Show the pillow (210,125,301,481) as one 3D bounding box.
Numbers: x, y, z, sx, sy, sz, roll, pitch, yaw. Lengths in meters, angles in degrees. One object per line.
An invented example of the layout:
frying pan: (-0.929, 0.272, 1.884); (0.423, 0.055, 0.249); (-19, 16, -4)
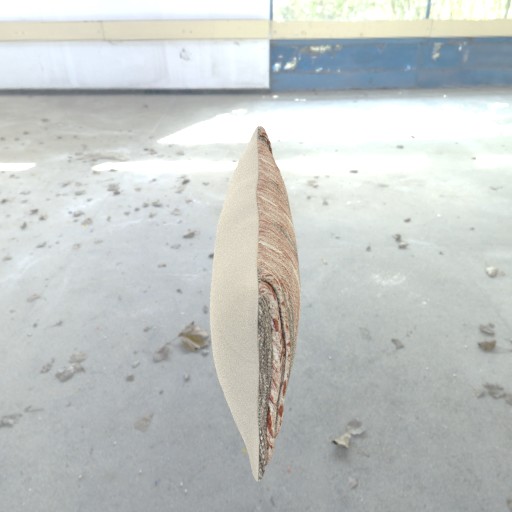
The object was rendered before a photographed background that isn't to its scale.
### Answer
pillow: (0.000, 0.000, 0.747); (0.139, 0.282, 0.635); (0, 31, 0)
